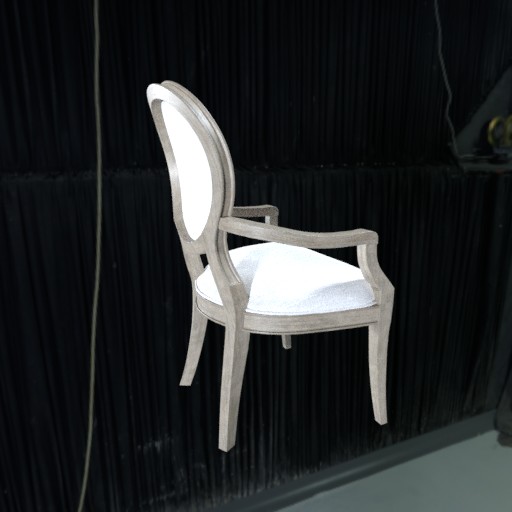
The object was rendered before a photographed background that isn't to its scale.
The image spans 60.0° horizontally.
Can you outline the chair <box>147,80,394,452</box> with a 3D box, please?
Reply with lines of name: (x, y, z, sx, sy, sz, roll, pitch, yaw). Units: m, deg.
chair: (0.000, 0.000, 1.381, 0.602, 0.991, 0.611, -7, 16, -25)
